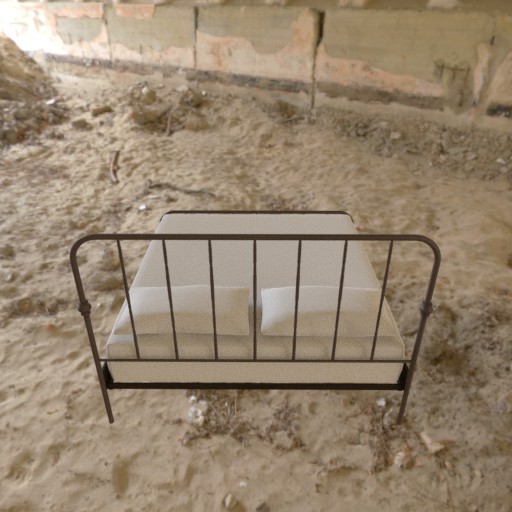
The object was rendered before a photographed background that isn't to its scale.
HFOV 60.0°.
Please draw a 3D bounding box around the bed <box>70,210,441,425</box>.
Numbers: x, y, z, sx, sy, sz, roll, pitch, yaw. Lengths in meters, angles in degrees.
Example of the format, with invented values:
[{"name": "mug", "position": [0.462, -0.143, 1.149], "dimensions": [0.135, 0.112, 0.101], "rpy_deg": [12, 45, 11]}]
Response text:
[{"name": "bed", "position": [0.000, 0.000, 3.565], "dimensions": [2.044, 1.446, 2.134], "rpy_deg": [0, 30, 0]}]
